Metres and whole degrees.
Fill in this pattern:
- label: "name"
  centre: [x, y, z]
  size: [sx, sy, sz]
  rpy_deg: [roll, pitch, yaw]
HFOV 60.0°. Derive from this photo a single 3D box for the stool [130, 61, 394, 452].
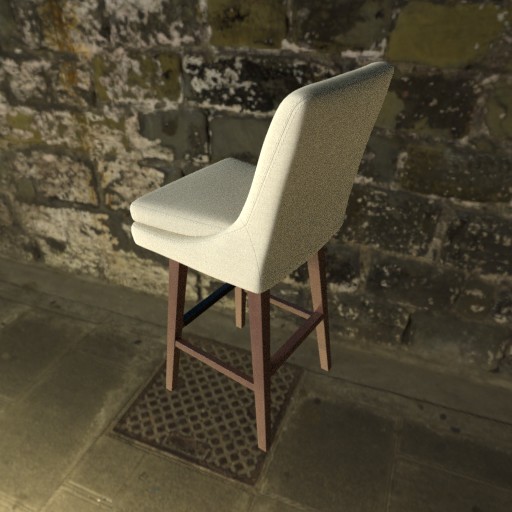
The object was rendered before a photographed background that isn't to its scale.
- label: "stool"
  centre: [0.000, 0.000, 1.343]
  size: [0.559, 1.093, 0.483]
  rpy_deg: [21, 38, 30]
